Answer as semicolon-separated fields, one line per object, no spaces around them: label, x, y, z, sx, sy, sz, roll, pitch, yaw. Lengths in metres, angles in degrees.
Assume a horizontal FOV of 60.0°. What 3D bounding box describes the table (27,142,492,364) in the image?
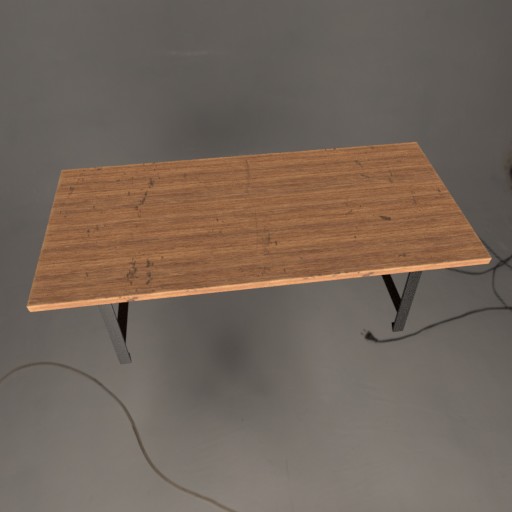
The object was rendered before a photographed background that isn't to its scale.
table;0.000;0.000;2.683;2.200;0.757;1.000;-6;49;-5
